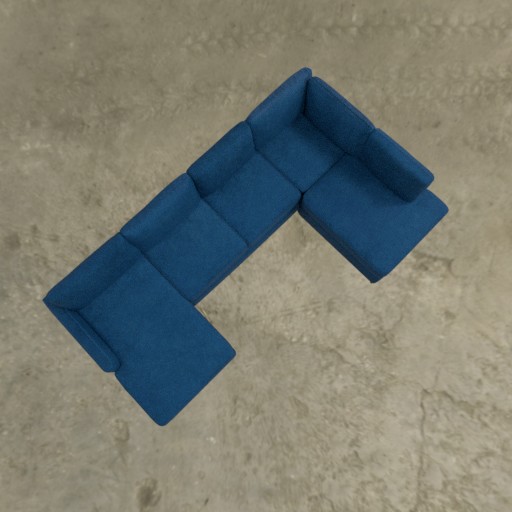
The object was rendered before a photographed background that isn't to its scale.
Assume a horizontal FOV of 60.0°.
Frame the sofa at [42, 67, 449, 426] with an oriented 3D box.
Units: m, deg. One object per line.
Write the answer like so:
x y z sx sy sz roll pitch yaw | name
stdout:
0.000 0.000 4.303 3.434 0.992 2.055 -44 80 -9 | sofa
